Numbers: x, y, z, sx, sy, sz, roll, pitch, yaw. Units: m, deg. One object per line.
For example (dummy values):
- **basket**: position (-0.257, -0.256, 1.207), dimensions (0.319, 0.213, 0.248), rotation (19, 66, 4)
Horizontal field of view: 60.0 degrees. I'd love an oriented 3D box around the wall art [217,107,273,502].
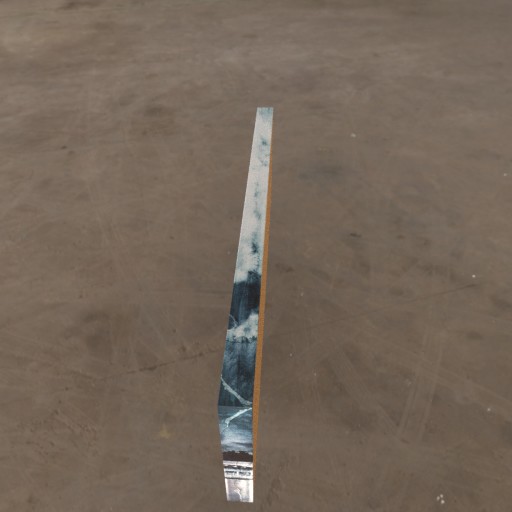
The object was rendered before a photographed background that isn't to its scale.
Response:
- **wall art**: position (0.000, 0.000, 0.823), dimensions (0.037, 0.251, 0.759), rotation (2, 41, 2)
